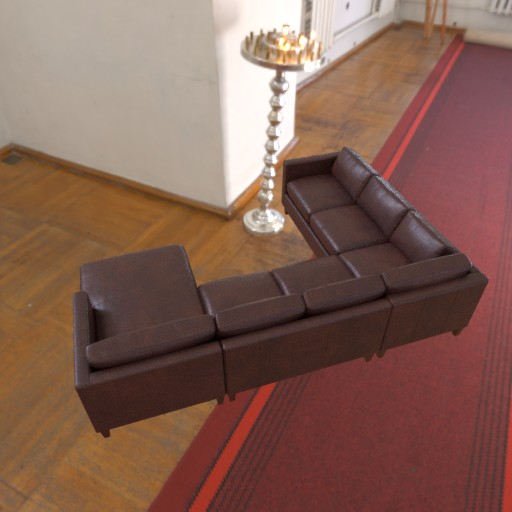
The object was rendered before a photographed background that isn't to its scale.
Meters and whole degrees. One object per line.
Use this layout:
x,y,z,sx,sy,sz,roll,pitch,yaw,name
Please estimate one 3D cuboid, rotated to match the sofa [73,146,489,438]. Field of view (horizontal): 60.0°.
0.000,0.000,4.377,3.324,0.891,2.452,-12,42,-14,sofa
